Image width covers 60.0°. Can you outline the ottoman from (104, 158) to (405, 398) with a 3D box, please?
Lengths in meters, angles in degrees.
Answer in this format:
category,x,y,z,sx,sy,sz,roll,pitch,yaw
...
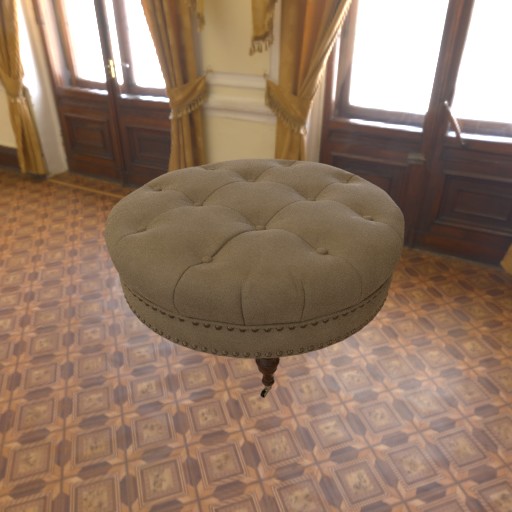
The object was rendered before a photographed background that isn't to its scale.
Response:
category,x,y,z,sx,sy,sz,roll,pitch,yaw
ottoman,0.000,0.000,1.436,0.901,0.439,0.901,0,31,0
